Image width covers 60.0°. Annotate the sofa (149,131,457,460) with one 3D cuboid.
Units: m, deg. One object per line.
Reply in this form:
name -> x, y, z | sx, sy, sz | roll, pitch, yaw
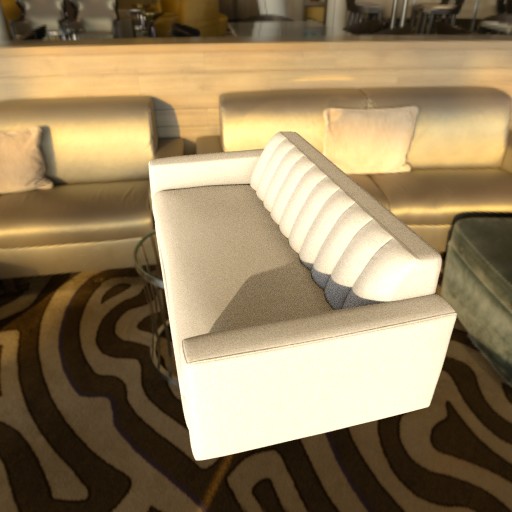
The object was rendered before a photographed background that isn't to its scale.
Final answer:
sofa -> 0.000, 0.000, 2.308 | 0.969, 0.814, 1.895 | -8, 33, -13
